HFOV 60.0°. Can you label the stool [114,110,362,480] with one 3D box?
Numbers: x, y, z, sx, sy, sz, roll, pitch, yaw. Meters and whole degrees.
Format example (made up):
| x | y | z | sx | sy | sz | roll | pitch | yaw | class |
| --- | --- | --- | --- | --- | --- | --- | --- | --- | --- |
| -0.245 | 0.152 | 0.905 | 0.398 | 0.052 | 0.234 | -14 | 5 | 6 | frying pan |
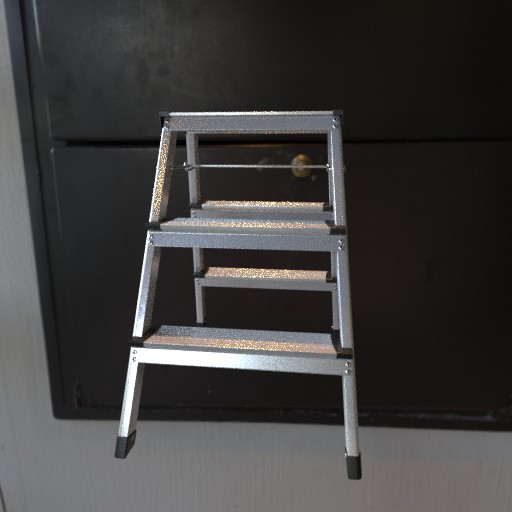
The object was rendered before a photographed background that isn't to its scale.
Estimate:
| x | y | z | sx | sy | sz | roll | pitch | yaw | class |
| --- | --- | --- | --- | --- | --- | --- | --- | --- | --- |
| 0.000 | 0.000 | 0.991 | 0.437 | 0.605 | 0.622 | 2 | 14 | 7 | stool |
